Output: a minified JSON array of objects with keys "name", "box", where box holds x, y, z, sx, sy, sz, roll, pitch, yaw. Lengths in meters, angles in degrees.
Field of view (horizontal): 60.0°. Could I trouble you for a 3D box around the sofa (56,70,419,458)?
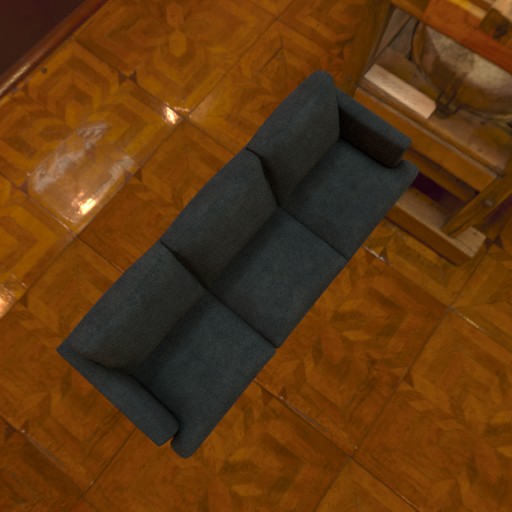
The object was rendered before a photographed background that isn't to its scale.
[{"name":"sofa","box":[0.000,0.000,2.662,0.903,0.930,2.246,39,79,9]}]
